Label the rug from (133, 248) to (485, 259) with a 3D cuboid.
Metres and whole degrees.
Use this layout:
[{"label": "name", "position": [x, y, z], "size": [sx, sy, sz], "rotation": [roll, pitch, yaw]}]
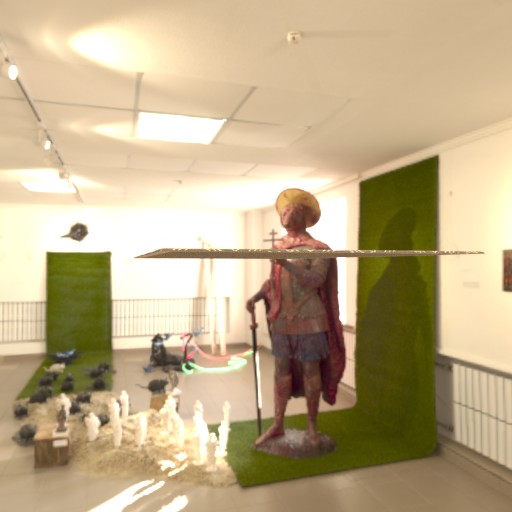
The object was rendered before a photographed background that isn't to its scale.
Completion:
[{"label": "rug", "position": [0.000, 0.000, 3.070], "size": [1.541, 0.012, 2.457], "rotation": [0, -1, -18]}]
